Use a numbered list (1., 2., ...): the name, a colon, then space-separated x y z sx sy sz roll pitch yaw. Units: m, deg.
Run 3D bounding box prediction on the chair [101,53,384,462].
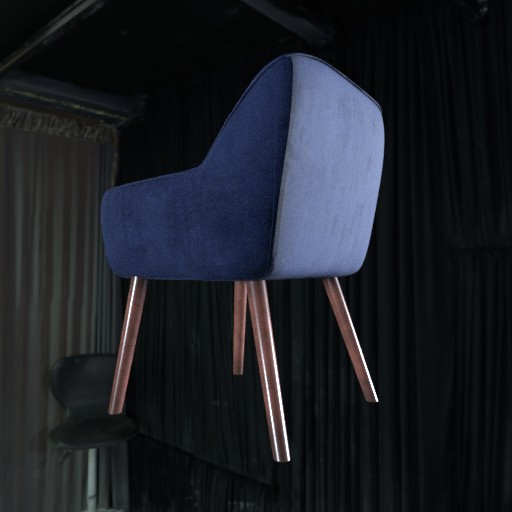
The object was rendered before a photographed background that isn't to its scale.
1. chair: 0.000 0.000 1.219 0.600 0.820 0.600 -1 -2 36
